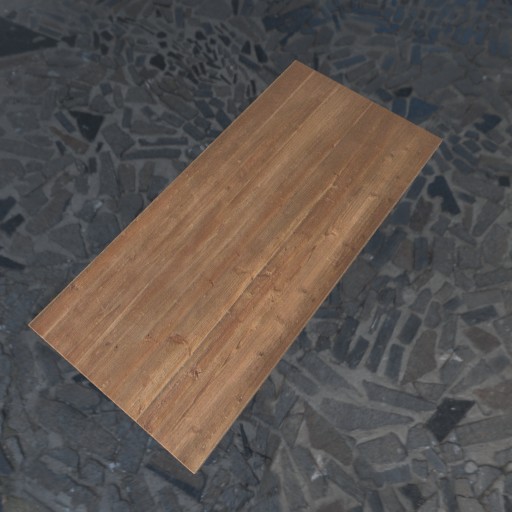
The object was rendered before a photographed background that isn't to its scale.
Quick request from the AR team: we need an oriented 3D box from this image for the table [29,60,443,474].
[{"bbox_3d":[0.000,0.000,2.475,0.952,0.760,2.003,35,70,15],"label":"table"}]
